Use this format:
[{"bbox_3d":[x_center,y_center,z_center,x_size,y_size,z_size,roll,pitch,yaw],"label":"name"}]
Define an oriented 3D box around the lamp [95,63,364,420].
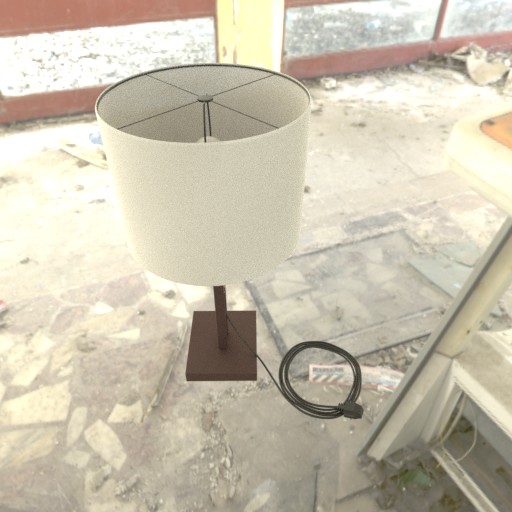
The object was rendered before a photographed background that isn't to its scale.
[{"bbox_3d":[0.000,0.000,0.941,0.525,0.668,0.396,0,40,0],"label":"lamp"}]
